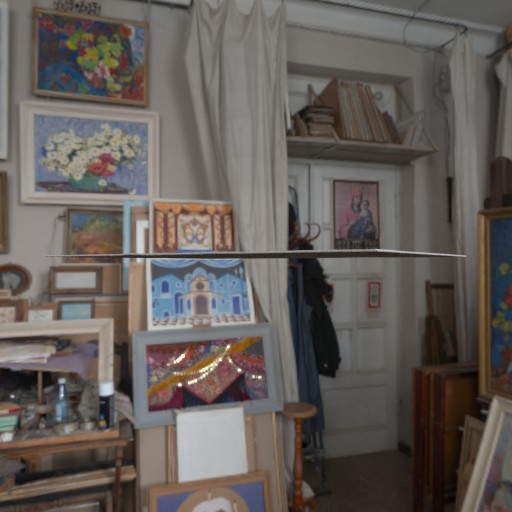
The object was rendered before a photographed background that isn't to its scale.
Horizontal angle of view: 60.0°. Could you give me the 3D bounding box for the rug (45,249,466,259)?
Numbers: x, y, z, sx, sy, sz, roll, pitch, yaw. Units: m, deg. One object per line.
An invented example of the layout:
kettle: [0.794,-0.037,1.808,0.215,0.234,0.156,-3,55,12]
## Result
rug: [0.000,0.000,4.350,3.359,0.020,2.448,-1,-1,36]
